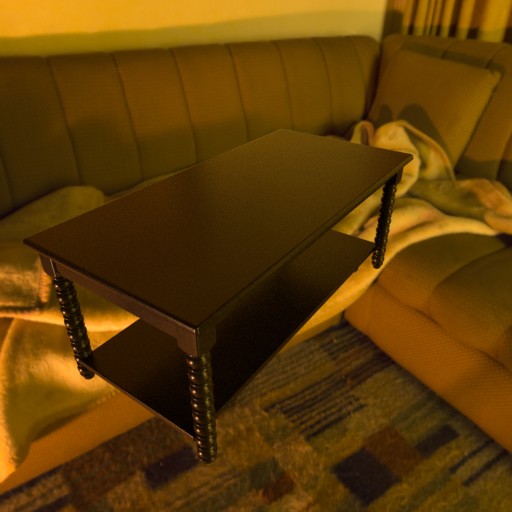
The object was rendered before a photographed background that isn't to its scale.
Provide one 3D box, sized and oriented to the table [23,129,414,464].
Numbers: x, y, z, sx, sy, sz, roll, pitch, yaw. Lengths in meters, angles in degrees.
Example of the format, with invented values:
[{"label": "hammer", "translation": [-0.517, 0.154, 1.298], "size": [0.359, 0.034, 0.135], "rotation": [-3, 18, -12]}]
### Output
[{"label": "table", "translation": [0.000, 0.000, 1.469], "size": [0.580, 0.487, 1.171], "rotation": [21, 37, 30]}]
